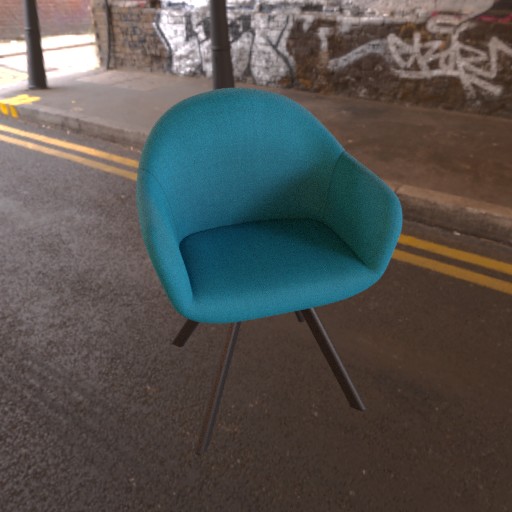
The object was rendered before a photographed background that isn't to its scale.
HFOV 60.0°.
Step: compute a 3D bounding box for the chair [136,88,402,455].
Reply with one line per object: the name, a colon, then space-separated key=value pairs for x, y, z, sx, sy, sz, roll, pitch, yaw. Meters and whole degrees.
chair: x=0.000 y=0.000 z=1.217 sx=0.590 sy=0.795 sz=0.550 roll=-9 pitch=32 yaw=-15
